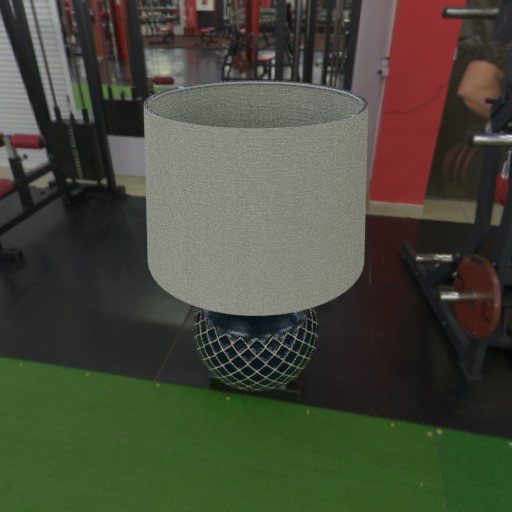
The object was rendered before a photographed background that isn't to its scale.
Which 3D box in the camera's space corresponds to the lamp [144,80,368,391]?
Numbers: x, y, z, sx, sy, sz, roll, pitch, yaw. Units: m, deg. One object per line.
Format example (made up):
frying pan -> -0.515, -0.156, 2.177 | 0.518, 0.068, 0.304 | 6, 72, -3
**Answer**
lamp -> 0.000, 0.000, 0.794 | 0.376, 0.540, 0.376 | 0, 31, 0
